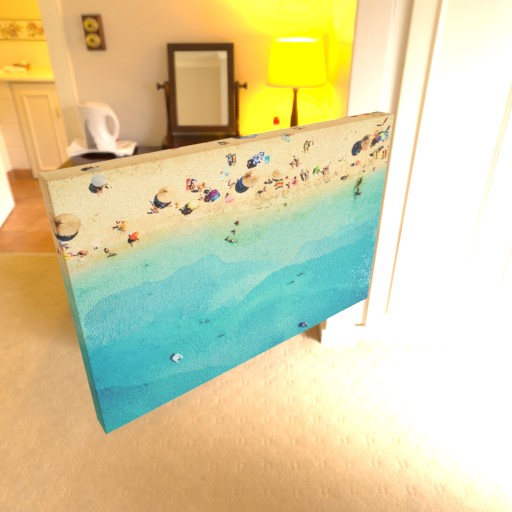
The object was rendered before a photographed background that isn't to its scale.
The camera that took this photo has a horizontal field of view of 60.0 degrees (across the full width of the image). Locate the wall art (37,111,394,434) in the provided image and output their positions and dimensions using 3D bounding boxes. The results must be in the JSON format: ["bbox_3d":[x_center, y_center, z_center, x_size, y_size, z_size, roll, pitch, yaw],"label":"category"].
[{"bbox_3d":[0.000,0.000,0.759,0.609,0.406,0.039,-20,35,-32],"label":"wall art"}]
